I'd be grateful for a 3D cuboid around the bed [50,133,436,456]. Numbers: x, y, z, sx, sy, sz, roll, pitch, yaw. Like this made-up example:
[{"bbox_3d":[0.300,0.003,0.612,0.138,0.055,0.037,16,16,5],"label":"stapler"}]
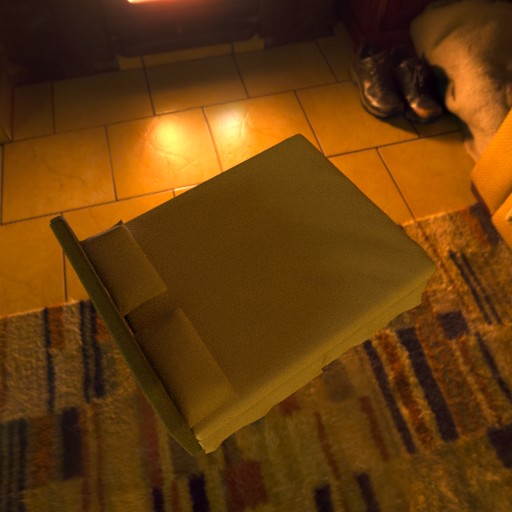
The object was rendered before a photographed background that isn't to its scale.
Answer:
[{"bbox_3d":[0.000,0.000,3.635,2.464,1.306,1.977,-31,64,-17],"label":"bed"}]
